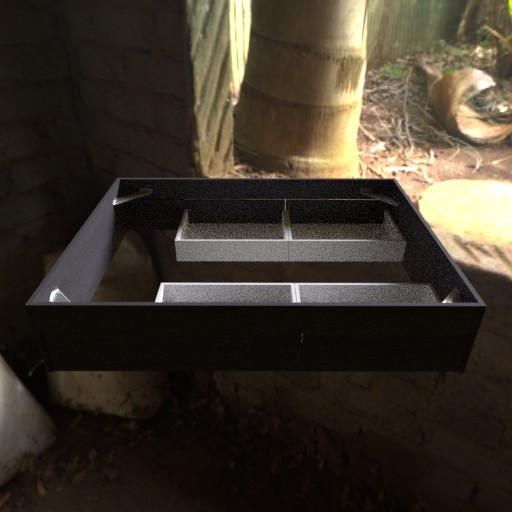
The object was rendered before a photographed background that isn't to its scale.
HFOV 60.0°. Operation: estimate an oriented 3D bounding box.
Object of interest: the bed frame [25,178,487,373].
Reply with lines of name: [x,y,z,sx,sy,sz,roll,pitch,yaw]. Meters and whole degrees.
bed frame: [0.000,0.000,2.586,1.944,0.459,1.448,0,31,0]
